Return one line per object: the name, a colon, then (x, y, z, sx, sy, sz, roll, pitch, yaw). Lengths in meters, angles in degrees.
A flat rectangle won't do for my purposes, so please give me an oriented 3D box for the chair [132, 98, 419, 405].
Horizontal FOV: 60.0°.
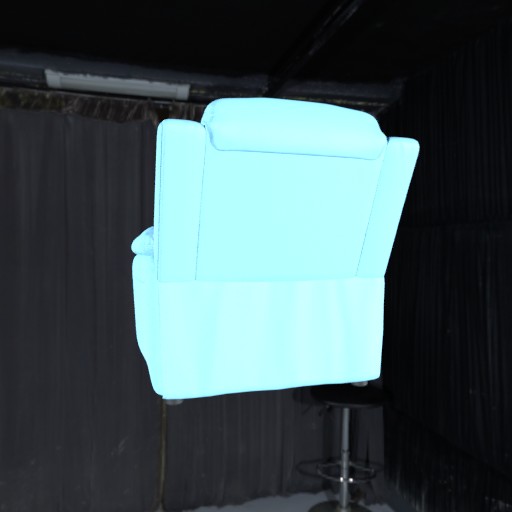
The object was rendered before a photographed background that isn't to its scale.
chair: (0.000, 0.000, 1.274, 0.680, 0.702, 0.709, 0, 1, -17)
